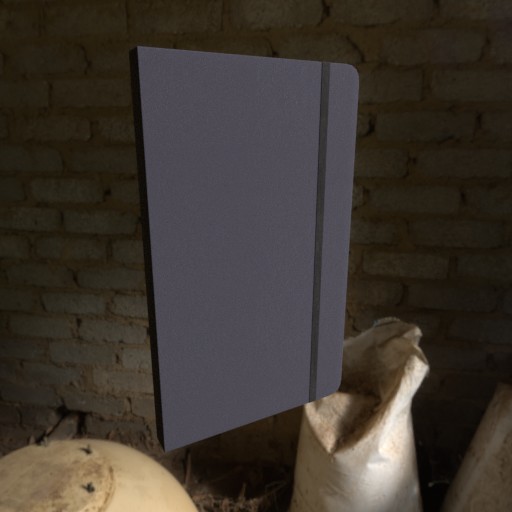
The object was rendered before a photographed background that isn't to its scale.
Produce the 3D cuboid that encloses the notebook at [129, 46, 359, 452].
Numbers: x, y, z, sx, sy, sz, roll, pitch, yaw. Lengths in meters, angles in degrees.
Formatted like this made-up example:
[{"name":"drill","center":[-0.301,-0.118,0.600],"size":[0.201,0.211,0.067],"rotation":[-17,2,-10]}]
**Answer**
[{"name":"notebook","center":[0.000,0.000,0.259],"size":[0.127,0.213,0.016],"rotation":[-9,18,-27]}]
